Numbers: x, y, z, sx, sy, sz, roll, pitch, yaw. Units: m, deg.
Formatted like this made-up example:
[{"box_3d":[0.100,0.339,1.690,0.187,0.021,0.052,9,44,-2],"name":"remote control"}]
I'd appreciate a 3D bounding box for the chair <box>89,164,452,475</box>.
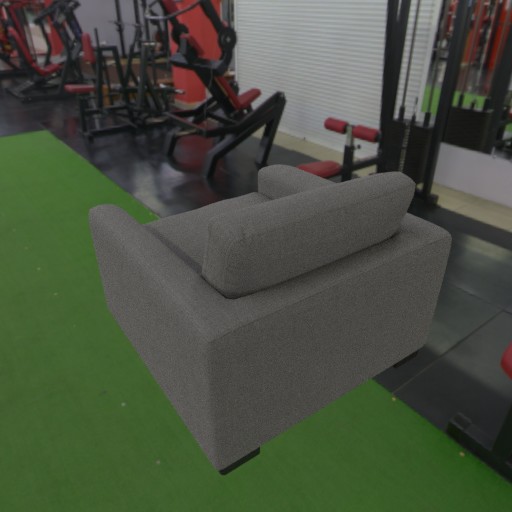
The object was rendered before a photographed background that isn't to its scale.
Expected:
[{"box_3d":[0.000,0.000,1.884,1.070,0.847,1.100,-19,36,-29],"name":"chair"}]
